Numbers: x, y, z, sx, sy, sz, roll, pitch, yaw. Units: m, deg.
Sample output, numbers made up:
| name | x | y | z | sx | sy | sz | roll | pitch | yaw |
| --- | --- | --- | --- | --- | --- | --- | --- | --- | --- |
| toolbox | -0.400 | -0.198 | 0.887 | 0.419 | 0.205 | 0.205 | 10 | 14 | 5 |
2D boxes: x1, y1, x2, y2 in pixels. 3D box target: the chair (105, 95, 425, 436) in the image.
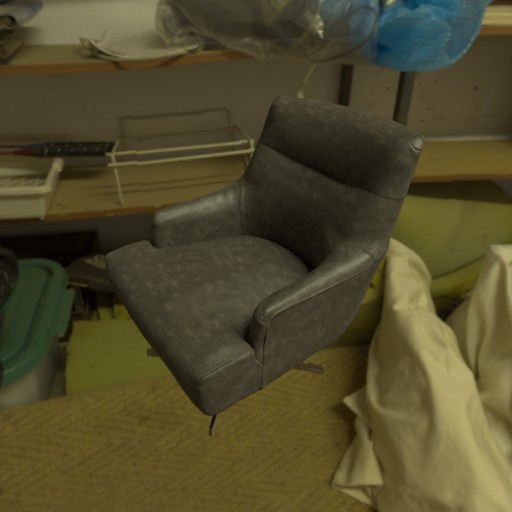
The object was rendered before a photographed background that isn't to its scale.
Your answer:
| name | x | y | z | sx | sy | sz | roll | pitch | yaw |
| --- | --- | --- | --- | --- | --- | --- | --- | --- | --- |
| chair | 0.000 | 0.000 | 1.508 | 0.874 | 0.870 | 0.738 | -19 | 36 | -29 |
